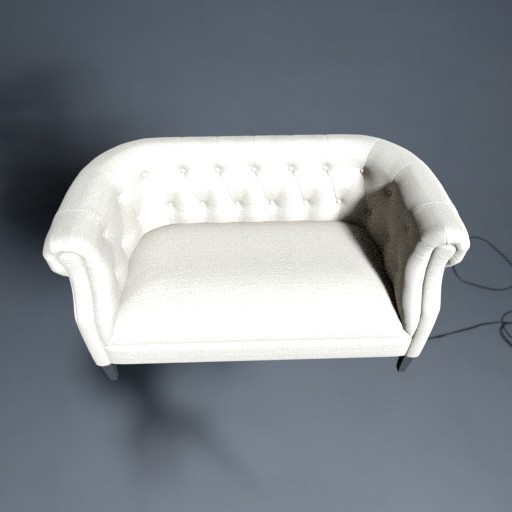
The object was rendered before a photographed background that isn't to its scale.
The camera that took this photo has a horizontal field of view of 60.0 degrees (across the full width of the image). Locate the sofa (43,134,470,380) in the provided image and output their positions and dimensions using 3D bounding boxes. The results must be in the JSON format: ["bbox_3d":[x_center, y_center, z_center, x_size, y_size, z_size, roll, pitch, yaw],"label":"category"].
[{"bbox_3d":[0.000,0.000,2.032,1.558,0.827,0.835,-1,46,-1],"label":"sofa"}]
